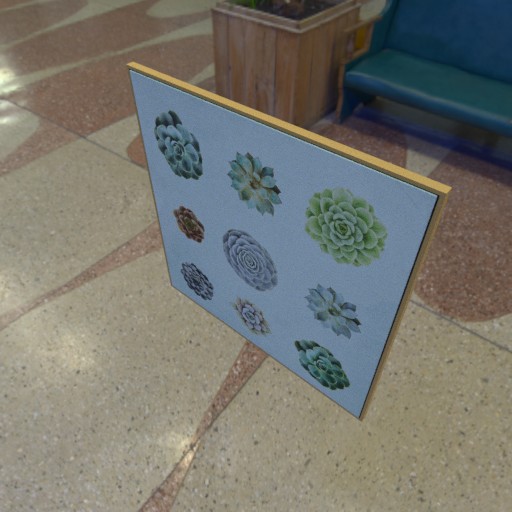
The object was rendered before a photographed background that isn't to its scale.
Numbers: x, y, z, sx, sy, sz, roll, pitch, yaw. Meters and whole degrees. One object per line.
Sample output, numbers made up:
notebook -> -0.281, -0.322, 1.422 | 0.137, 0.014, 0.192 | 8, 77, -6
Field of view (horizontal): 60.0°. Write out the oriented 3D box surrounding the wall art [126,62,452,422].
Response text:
wall art -> 0.000, 0.000, 0.665 | 0.457, 0.455, 0.013 | 31, 52, 27
